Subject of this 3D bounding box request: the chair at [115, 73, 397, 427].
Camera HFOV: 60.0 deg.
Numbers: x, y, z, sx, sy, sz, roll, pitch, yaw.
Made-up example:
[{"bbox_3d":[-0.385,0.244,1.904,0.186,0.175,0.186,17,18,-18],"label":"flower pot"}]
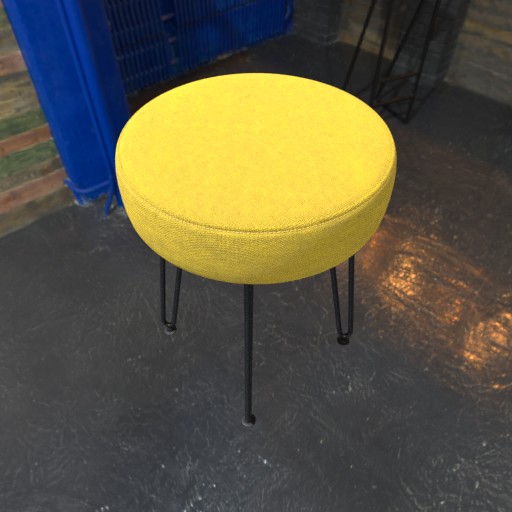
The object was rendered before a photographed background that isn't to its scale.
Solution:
[{"bbox_3d":[0.000,0.000,0.698,0.345,0.455,0.345,-32,55,-26],"label":"chair"}]
